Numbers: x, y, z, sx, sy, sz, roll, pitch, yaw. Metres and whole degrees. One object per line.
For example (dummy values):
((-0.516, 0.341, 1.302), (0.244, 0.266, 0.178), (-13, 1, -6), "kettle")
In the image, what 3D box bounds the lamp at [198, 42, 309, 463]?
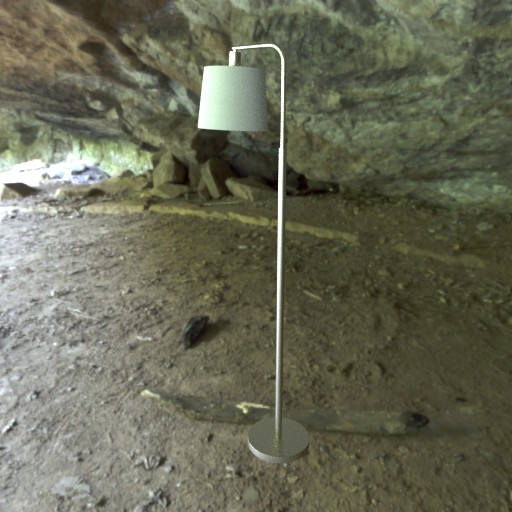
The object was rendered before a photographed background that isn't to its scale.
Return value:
((0.000, 0.000, 1.664), (0.254, 1.478, 0.508), (-13, 20, -41), "lamp")
